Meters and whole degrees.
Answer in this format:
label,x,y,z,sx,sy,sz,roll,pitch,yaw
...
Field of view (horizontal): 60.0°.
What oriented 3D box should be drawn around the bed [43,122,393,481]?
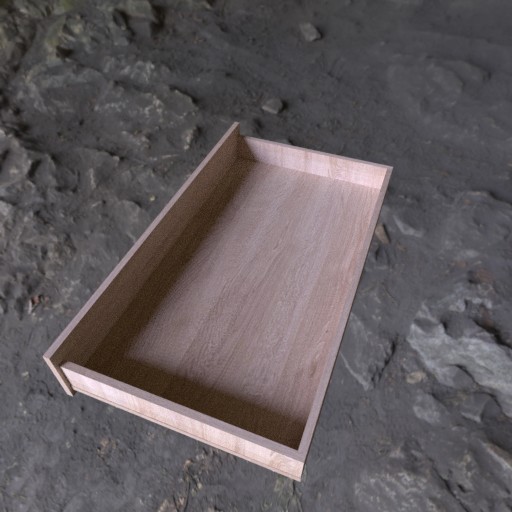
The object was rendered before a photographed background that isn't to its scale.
label,x,y,z,sx,sy,sz,roll,pitch,yaw
bed,0.000,0.000,1.467,0.685,0.209,1.200,16,48,15
